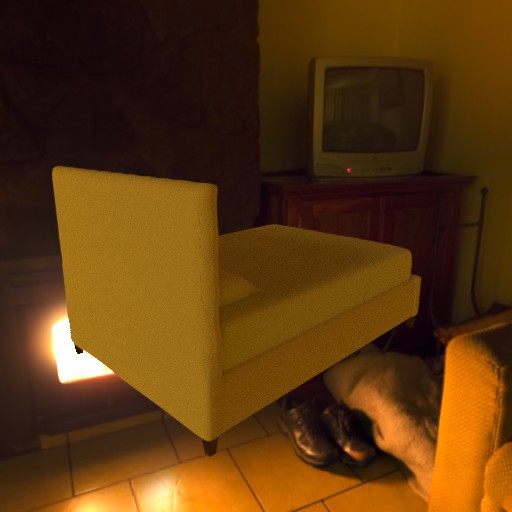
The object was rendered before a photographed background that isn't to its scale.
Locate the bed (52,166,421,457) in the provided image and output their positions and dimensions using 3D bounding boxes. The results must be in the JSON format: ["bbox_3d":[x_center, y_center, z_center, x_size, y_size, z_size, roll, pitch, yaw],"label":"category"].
[{"bbox_3d":[0.000,0.000,3.496,1.698,1.427,2.387,15,21,43],"label":"bed"}]
